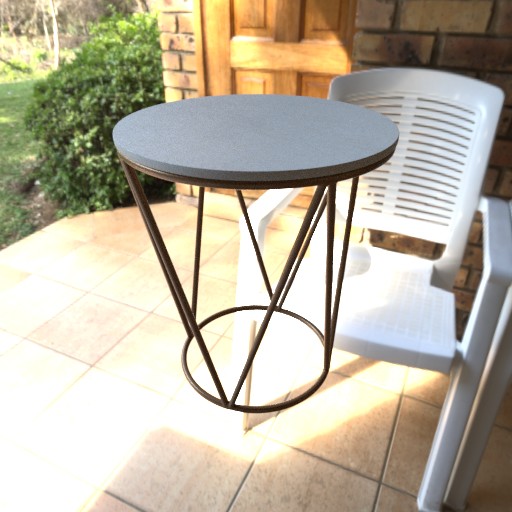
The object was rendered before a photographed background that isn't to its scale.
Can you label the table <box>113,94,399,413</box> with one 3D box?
[{"bbox_3d":[0.000,0.000,0.947,0.500,0.564,0.500,0,31,0],"label":"table"}]
